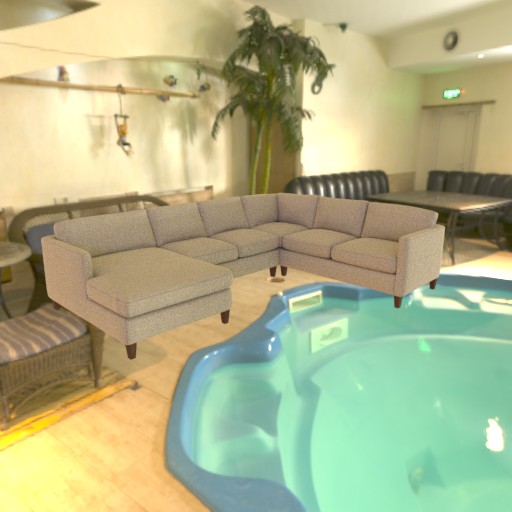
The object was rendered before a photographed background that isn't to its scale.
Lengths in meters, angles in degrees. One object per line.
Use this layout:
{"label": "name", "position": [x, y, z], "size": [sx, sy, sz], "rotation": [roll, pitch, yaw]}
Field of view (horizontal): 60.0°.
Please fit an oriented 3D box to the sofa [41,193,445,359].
{"label": "sofa", "position": [0.000, 0.000, 4.682], "size": [2.593, 0.959, 3.460], "rotation": [14, 21, 43]}
